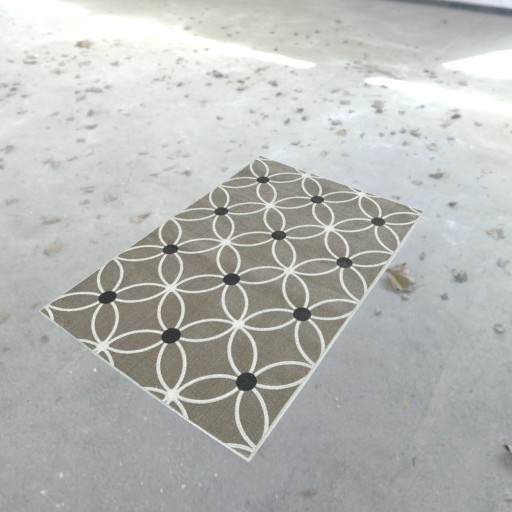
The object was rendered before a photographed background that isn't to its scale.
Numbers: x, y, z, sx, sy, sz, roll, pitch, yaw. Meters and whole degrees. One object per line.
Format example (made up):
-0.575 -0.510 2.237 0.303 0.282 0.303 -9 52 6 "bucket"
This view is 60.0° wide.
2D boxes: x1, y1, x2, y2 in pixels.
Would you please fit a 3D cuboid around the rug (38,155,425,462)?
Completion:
0.000 0.000 2.948 1.522 0.008 2.284 25 47 26 "rug"
